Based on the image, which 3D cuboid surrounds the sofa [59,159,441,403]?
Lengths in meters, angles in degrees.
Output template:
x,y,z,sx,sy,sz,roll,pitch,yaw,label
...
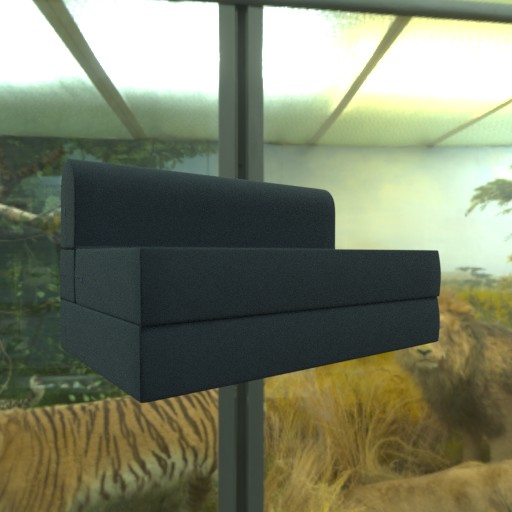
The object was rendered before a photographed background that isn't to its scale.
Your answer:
x,y,z,sx,sy,sz,roll,pitch,yaw,label
0.000,0.000,1.645,1.219,0.660,0.762,0,0,-36,sofa
